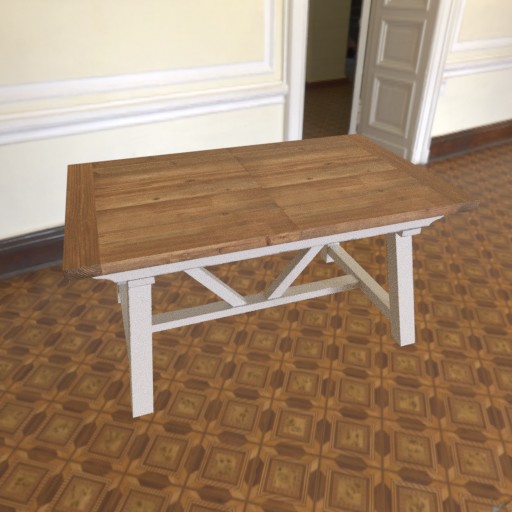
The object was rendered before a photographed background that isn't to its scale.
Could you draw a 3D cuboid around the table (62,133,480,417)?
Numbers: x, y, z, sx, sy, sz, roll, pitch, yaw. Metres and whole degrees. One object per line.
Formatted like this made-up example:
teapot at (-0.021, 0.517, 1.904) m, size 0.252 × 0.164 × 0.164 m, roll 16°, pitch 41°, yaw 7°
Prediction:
table at (0.000, 0.000, 2.057) m, size 1.503 × 0.743 × 0.922 m, roll -10°, pitch 33°, yaw -16°
